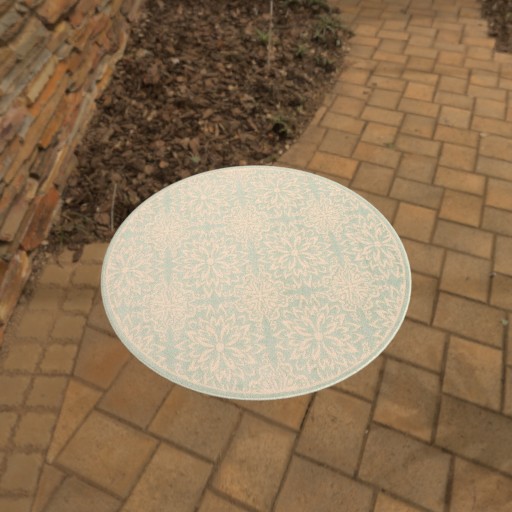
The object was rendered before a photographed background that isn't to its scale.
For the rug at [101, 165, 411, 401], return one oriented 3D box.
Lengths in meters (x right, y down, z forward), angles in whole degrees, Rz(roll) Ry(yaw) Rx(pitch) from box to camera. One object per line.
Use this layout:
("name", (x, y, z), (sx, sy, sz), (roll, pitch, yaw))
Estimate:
("rug", (0.000, 0.000, 2.334), (1.593, 0.012, 1.593), (0, 47, 0))
